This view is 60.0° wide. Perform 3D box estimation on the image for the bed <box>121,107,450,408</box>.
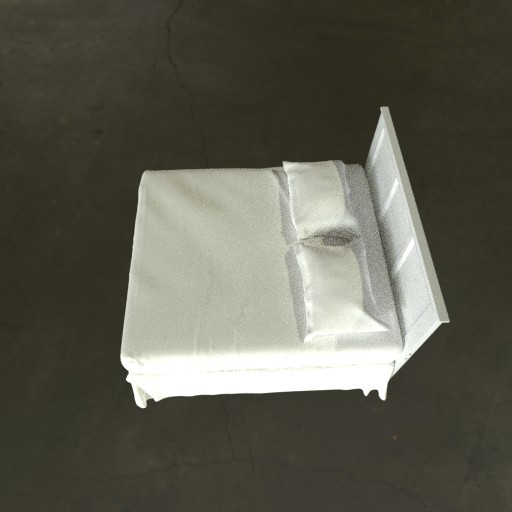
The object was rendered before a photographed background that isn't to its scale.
[{"bbox_3d":[0.000,0.000,3.265,2.047,1.269,1.876,-2,59,-1],"label":"bed"}]
